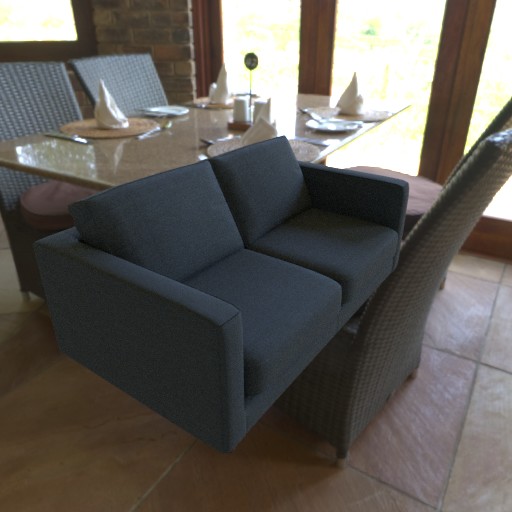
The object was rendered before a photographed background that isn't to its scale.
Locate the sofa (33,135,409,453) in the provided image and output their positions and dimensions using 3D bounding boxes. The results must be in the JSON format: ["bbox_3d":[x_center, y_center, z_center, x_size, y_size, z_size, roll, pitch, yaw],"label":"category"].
[{"bbox_3d":[0.000,0.000,2.210,0.999,0.907,1.659,18,32,31],"label":"sofa"}]
